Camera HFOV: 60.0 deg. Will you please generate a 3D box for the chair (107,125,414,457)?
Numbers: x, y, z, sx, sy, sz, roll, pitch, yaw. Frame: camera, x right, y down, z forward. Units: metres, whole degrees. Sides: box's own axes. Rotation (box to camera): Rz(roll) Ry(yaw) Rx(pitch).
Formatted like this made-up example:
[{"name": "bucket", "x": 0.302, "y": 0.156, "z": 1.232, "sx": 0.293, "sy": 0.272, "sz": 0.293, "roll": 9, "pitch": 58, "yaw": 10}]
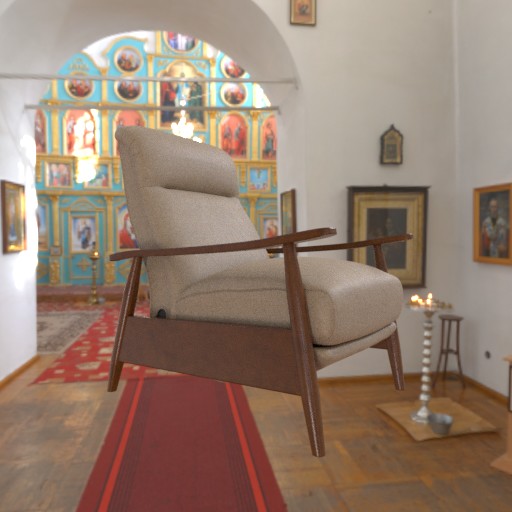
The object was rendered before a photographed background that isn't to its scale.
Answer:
[{"name": "chair", "x": 0.000, "y": 0.000, "z": 1.784, "sx": 1.030, "sy": 1.082, "sz": 0.762, "roll": 1, "pitch": 1, "yaw": 36}]
